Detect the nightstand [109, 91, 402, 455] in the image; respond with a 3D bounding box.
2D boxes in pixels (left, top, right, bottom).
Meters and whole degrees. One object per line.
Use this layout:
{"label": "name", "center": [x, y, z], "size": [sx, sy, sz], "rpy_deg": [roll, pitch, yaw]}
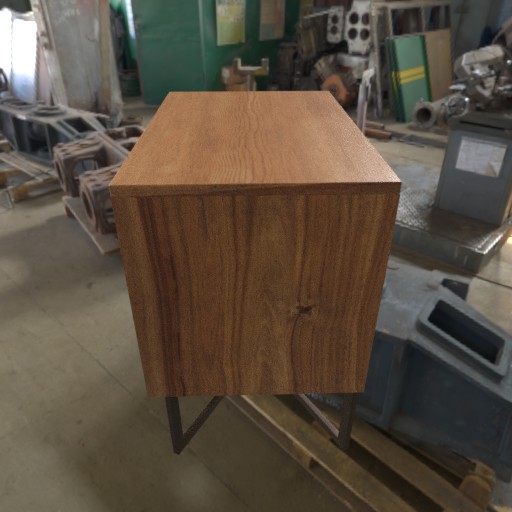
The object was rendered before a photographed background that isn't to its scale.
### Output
{"label": "nightstand", "center": [0.000, 0.000, 1.039], "size": [0.427, 0.615, 0.613], "rpy_deg": [-1, 32, -1]}
